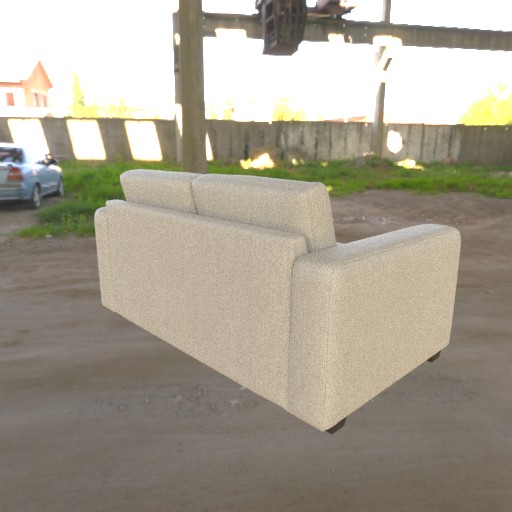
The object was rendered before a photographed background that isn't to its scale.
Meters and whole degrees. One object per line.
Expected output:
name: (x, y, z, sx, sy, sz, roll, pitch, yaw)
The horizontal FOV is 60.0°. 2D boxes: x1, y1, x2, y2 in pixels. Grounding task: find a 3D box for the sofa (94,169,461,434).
sofa: (0.000, 0.000, 2.081, 0.900, 0.800, 1.540, -13, 19, -42)
